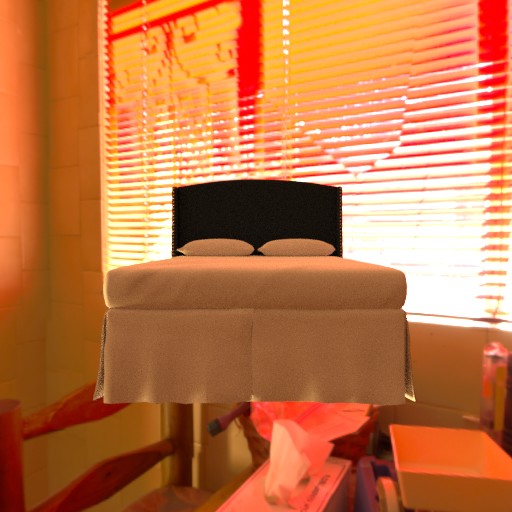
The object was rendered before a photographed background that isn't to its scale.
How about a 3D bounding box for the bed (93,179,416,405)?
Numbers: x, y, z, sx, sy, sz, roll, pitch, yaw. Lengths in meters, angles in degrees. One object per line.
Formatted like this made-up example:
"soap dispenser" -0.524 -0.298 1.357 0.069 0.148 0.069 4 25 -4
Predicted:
"bed" 0.000 0.000 3.232 1.604 1.402 2.223 0 2 1
